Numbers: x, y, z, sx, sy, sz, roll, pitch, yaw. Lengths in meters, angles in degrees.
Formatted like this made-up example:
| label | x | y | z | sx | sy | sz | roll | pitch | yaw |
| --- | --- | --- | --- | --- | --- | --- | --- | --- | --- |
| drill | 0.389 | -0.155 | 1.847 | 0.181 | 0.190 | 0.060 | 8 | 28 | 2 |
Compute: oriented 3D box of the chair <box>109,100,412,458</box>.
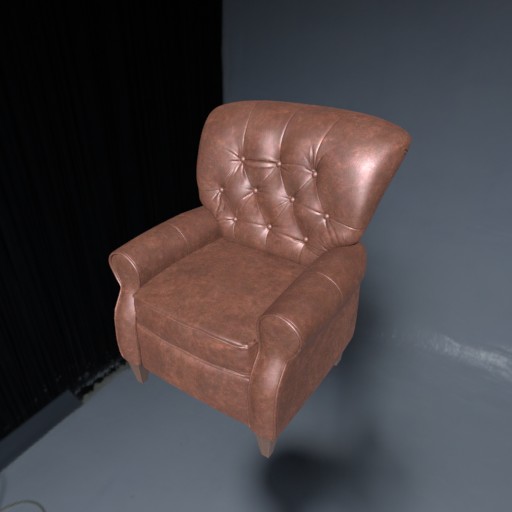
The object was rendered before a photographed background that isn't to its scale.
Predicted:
| label | x | y | z | sx | sy | sz | roll | pitch | yaw |
| --- | --- | --- | --- | --- | --- | --- | --- | --- | --- |
| chair | 0.000 | 0.000 | 1.952 | 0.979 | 1.162 | 1.031 | 18 | 34 | 29 |
